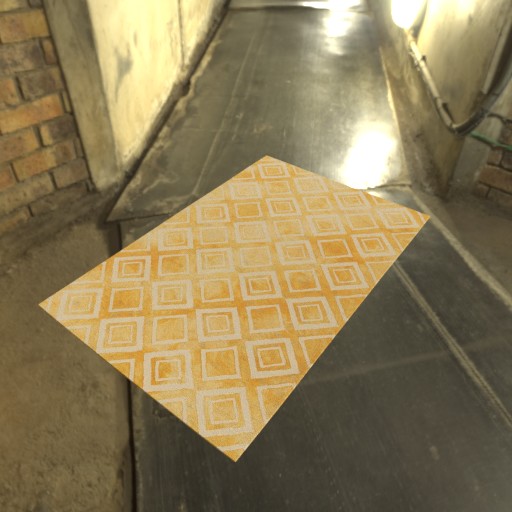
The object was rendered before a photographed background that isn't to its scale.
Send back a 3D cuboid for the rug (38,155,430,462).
[{"bbox_3d":[0.000,0.000,2.361,1.213,0.010,1.829,27,48,27],"label":"rug"}]
